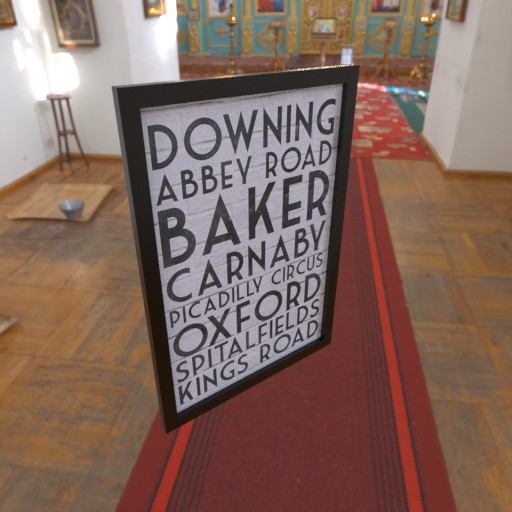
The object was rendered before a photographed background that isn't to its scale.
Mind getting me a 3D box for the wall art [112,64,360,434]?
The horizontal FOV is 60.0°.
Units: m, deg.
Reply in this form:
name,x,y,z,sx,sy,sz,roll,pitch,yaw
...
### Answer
name,x,y,z,sx,sy,sz,roll,pitch,yaw
wall art,0.000,0.000,0.564,0.304,0.432,0.013,-20,35,-32
